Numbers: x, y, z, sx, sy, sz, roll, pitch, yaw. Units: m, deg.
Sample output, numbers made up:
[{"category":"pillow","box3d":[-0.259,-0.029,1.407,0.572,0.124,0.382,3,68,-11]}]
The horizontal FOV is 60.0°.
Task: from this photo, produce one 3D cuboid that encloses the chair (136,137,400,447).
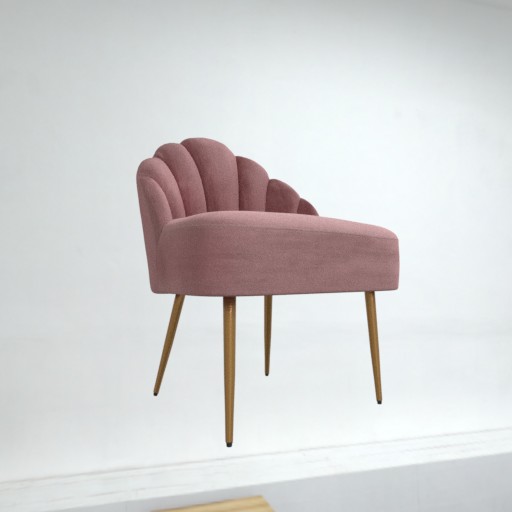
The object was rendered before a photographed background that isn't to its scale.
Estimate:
[{"category":"chair","box3d":[0.000,0.000,1.275,0.657,0.819,0.599,2,-3,-37]}]
